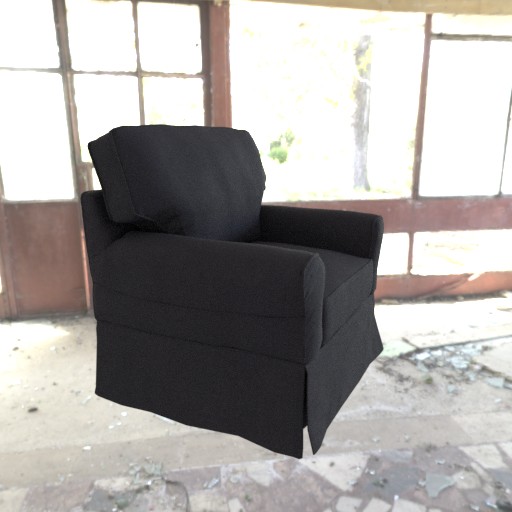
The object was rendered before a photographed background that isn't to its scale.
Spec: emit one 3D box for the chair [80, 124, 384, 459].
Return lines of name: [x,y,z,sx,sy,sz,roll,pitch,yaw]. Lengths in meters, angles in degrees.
chair: [0.000,0.000,1.992,1.002,1.140,1.119,8,16,27]
